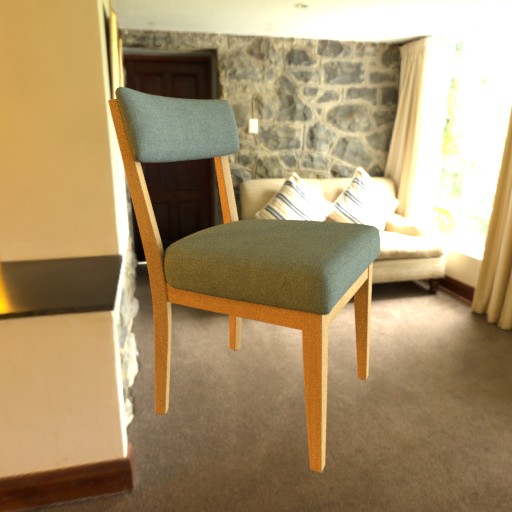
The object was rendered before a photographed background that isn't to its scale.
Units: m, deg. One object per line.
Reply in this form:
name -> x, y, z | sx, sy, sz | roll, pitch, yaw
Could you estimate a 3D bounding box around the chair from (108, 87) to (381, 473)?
chair -> 0.000, 0.000, 1.187 | 0.572, 0.832, 0.508 | 8, 17, 26
